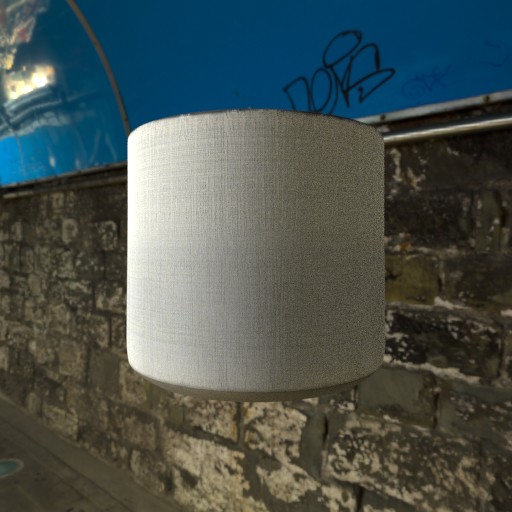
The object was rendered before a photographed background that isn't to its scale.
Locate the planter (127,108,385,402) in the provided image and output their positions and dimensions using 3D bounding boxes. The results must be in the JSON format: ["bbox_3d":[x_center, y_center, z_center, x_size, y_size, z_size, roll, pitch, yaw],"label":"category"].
[{"bbox_3d":[0.000,0.000,0.402,0.226,0.201,0.226,0,2,0],"label":"planter"}]
